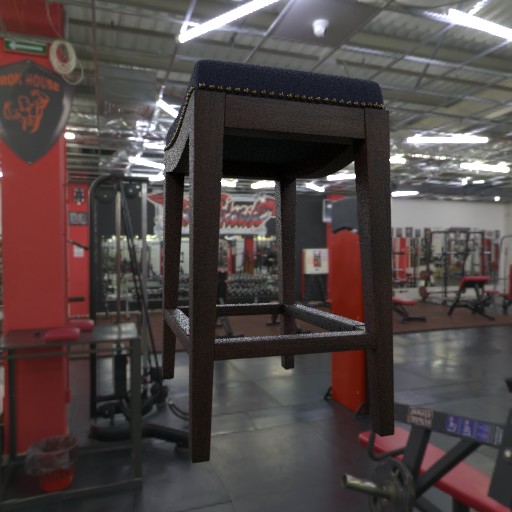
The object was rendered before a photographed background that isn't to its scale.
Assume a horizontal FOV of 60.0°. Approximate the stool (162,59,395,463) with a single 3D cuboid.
[{"bbox_3d":[0.000,0.000,0.968,0.361,0.642,0.500,0,1,-17],"label":"stool"}]
